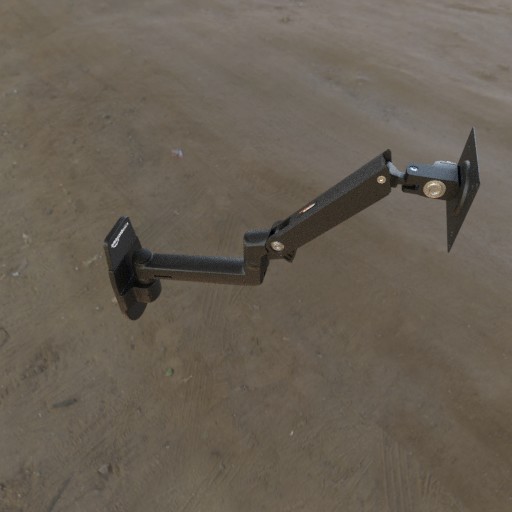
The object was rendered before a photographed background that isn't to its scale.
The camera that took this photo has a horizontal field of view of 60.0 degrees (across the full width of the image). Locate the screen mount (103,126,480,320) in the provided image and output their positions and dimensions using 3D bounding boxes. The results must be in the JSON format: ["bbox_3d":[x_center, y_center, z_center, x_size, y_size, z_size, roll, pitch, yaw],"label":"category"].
[{"bbox_3d":[0.000,0.000,0.693,0.495,0.466,0.115,11,48,10],"label":"screen mount"}]
